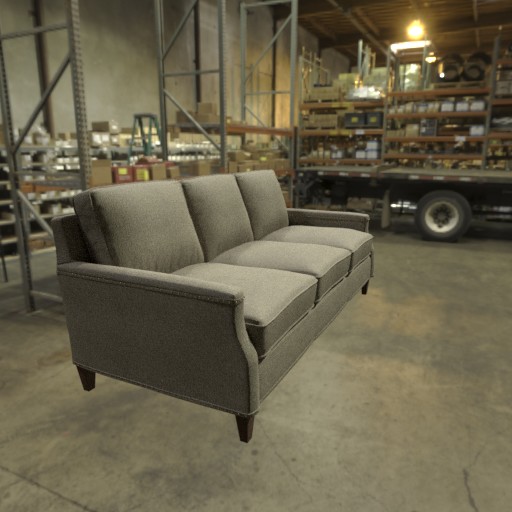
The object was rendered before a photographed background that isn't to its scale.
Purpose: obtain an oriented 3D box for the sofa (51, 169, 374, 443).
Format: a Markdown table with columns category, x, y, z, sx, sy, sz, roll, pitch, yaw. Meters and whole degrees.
| category | x | y | z | sx | sy | sz | roll | pitch | yaw |
| --- | --- | --- | --- | --- | --- | --- | --- | --- | --- |
| sofa | 0.000 | 0.000 | 2.834 | 1.084 | 1.003 | 2.246 | 7 | 15 | 26 |
